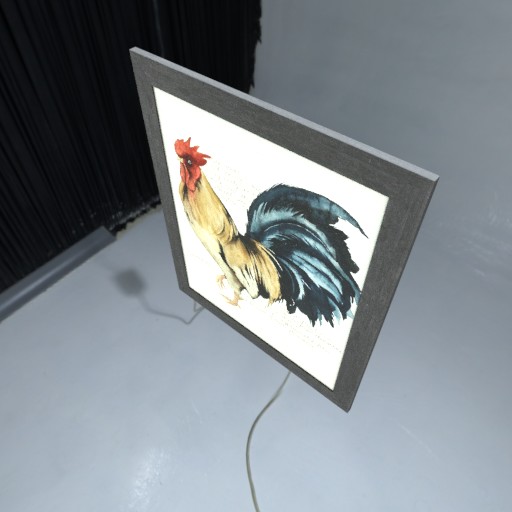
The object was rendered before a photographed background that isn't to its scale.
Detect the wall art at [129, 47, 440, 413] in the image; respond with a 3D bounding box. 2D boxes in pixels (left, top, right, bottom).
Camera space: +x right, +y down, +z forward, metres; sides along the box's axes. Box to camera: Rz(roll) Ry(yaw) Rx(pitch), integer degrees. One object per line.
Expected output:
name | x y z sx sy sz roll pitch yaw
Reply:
wall art | 0.000 0.000 0.759 0.476 0.570 0.013 32 55 26
